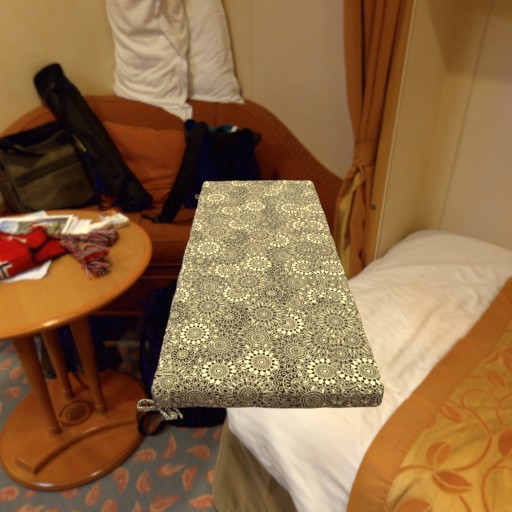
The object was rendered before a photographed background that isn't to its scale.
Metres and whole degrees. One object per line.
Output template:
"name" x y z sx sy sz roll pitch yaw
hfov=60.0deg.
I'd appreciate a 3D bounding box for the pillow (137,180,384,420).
"pillow" 0.000 0.000 1.358 0.492 0.081 1.187 0 30 -1
